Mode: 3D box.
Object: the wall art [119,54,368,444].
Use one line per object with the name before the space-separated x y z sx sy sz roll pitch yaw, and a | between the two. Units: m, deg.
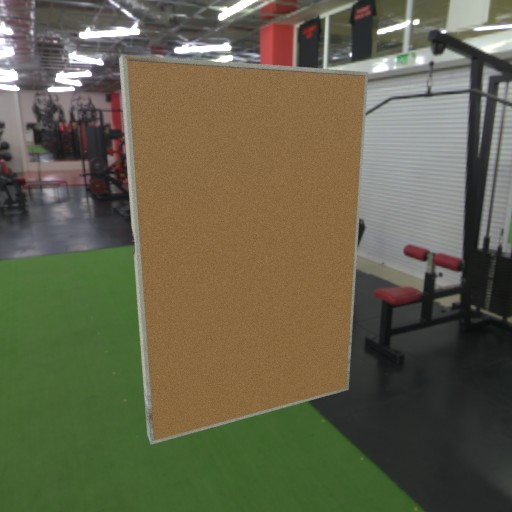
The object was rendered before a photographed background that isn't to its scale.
wall art | 0.000 0.000 0.958 0.508 0.764 0.038 -7 17 -24
